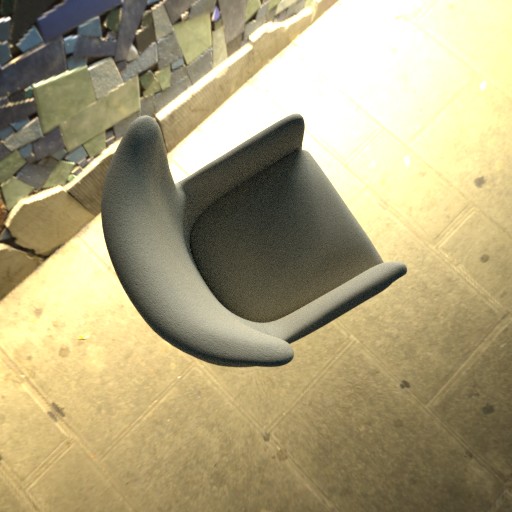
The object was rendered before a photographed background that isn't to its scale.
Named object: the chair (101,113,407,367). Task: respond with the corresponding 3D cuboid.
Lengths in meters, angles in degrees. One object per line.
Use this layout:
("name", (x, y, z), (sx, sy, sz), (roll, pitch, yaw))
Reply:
("chair", (0.000, 0.000, 1.436), (0.686, 0.952, 0.660), (-30, 78, -7))
